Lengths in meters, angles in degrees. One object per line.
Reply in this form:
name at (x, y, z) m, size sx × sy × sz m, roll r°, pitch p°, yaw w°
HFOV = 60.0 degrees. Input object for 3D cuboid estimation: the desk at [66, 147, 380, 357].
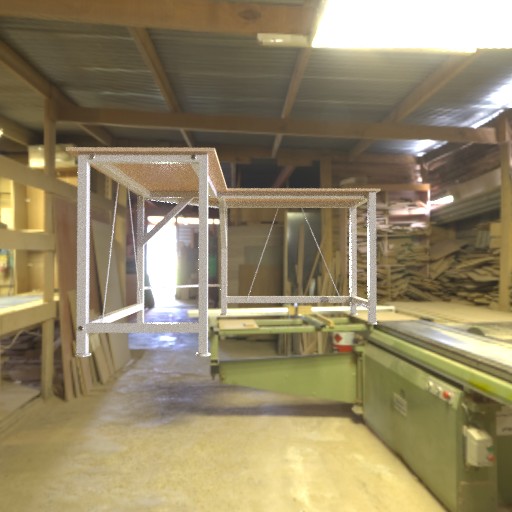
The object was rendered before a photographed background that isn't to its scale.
desk at (0.000, 0.000, 2.312) m, size 1.400 × 0.762 × 1.400 m, roll 0°, pitch -1°, yaw -1°
